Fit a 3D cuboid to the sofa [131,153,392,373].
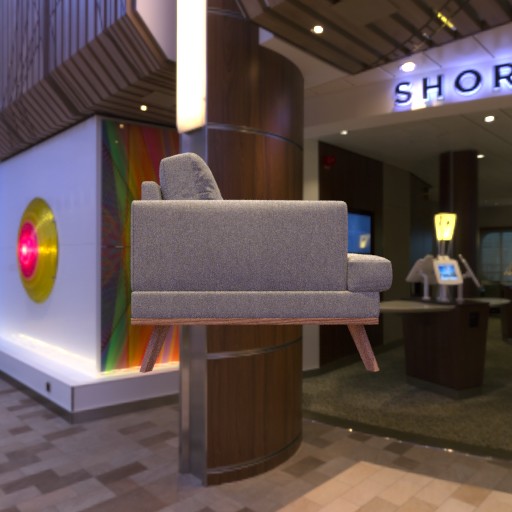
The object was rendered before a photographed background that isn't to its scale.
[{"bbox_3d":[0.000,0.000,2.675,0.920,0.810,2.310,0,0,-1],"label":"sofa"}]
